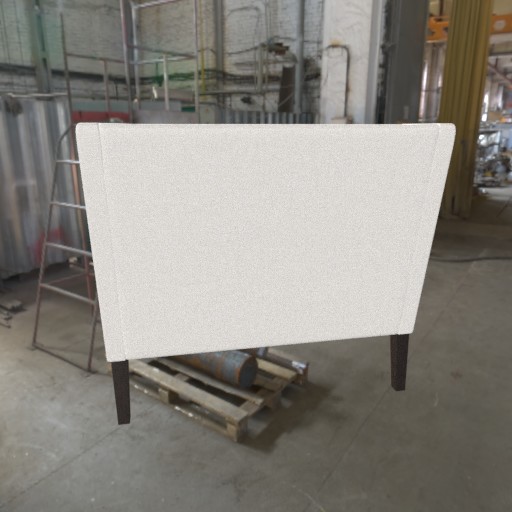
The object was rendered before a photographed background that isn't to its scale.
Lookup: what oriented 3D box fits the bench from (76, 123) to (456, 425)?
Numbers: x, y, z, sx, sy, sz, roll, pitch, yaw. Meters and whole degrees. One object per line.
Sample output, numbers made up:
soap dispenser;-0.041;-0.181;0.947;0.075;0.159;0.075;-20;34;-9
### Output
bench;0.000;0.000;1.969;1.280;1.123;0.847;-3;17;-11
